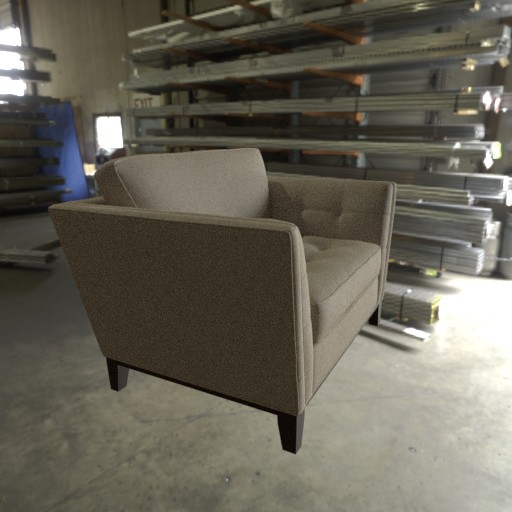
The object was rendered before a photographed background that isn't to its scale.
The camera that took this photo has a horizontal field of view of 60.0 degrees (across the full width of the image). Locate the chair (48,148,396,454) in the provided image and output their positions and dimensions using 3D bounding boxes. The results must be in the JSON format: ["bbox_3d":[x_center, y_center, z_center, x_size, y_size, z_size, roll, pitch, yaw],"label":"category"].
[{"bbox_3d":[0.000,0.000,2.042,0.965,0.940,1.397,8,17,27],"label":"chair"}]
